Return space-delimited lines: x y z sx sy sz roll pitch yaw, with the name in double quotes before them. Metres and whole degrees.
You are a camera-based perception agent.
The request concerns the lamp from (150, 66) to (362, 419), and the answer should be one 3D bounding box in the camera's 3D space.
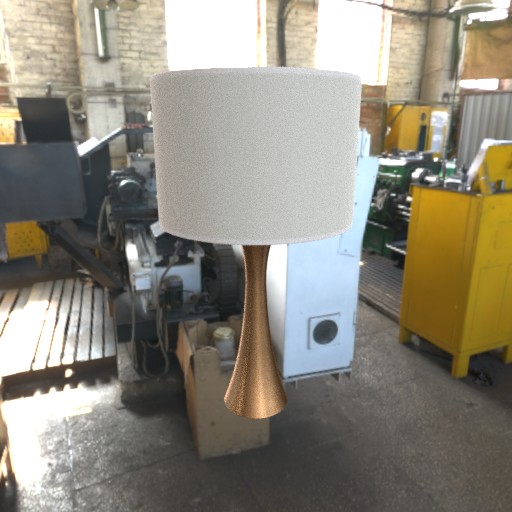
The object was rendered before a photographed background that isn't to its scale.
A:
"lamp" 0.000 0.000 0.643 0.268 0.479 0.268 9 19 27
